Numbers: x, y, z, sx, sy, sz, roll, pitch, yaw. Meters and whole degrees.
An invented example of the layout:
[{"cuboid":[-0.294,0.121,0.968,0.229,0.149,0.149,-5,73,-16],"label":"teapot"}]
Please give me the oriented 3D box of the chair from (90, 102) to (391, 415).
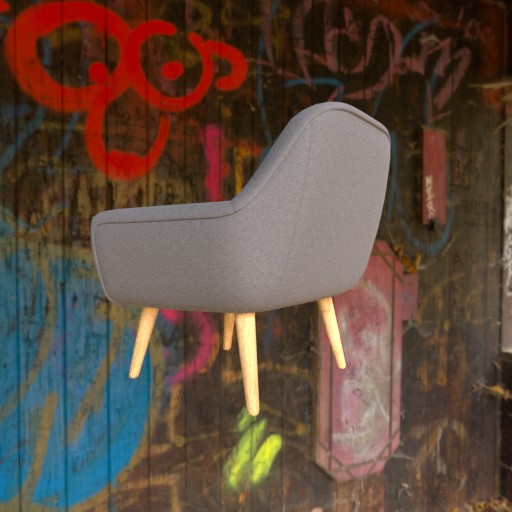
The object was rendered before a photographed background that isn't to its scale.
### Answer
[{"cuboid":[0.000,0.000,1.450,0.779,0.800,0.770,1,2,36],"label":"chair"}]
